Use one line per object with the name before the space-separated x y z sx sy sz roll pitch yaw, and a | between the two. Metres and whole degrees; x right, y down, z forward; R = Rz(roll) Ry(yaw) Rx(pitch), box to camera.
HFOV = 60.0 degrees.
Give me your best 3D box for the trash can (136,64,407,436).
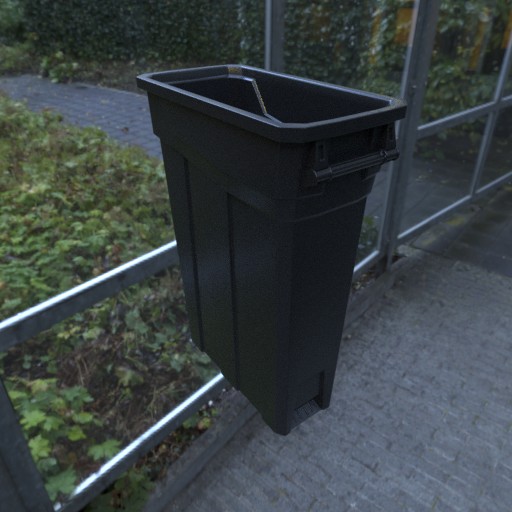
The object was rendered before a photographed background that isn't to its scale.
trash can | 0.000 0.000 1.051 0.281 0.762 0.559 -21 37 -31
